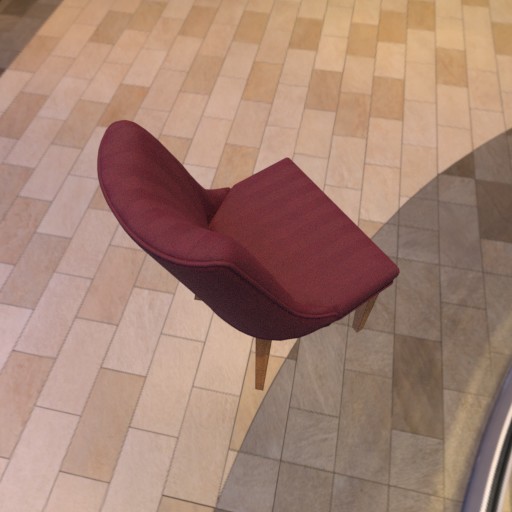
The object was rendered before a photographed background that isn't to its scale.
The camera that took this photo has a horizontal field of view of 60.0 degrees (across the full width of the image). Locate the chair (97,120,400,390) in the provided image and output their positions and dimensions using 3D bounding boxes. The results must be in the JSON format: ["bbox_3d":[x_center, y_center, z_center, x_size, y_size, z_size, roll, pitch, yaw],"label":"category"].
[{"bbox_3d":[0.000,0.000,1.280,0.638,0.916,0.548,-30,63,-18],"label":"chair"}]
